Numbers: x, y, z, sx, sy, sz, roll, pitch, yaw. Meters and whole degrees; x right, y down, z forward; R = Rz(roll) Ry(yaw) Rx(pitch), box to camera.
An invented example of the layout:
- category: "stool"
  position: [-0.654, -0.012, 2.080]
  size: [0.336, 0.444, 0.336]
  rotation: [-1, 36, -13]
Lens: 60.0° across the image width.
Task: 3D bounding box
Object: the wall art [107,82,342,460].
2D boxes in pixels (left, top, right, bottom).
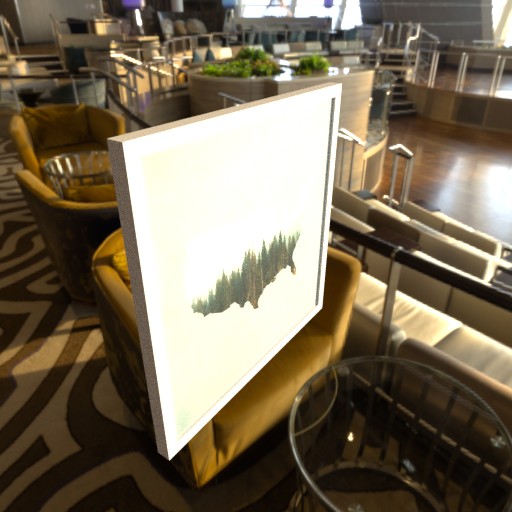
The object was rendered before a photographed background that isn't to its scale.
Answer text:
- category: "wall art"
  position: [0.000, 0.000, 1.153]
  size: [0.038, 0.762, 0.762]
  rotation: [19, 35, 31]
